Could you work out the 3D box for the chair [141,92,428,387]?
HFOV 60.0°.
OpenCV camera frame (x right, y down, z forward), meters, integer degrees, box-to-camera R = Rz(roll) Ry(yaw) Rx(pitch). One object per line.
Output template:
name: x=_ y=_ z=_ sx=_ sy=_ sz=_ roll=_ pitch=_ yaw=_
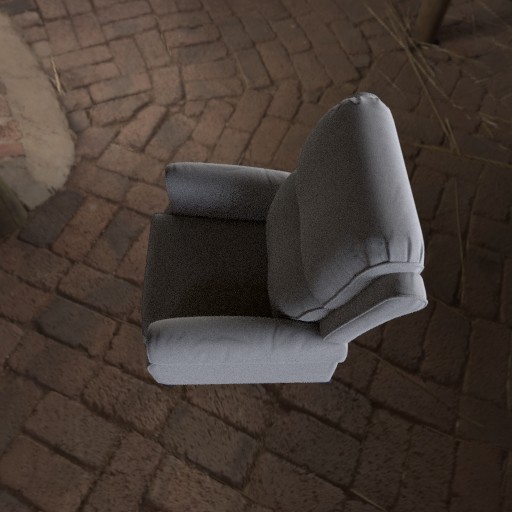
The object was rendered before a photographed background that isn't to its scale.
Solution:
chair: x=0.000 y=0.000 z=1.723 sx=0.919 sy=1.046 sz=0.859 roll=-1 pitch=59 yaw=-1
